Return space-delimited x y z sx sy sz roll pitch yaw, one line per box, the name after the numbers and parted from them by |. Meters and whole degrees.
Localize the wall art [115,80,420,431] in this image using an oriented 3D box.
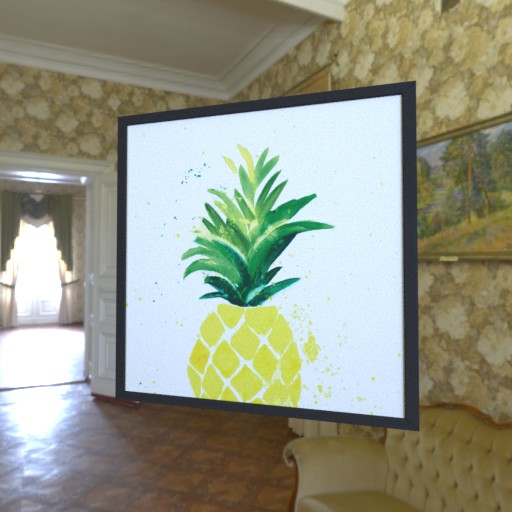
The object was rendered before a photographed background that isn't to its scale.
0.000 0.000 0.446 0.305 0.304 0.033 -1 -2 18 | wall art
